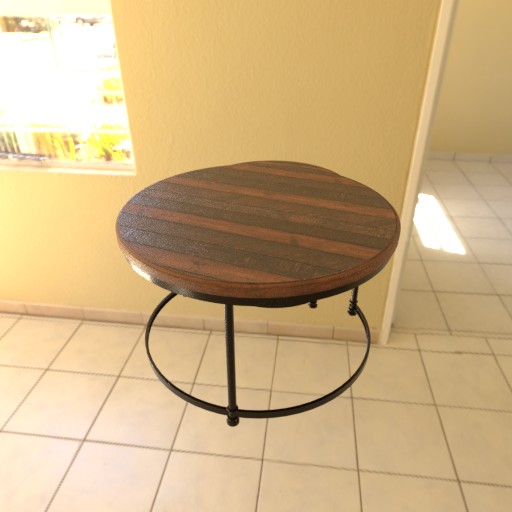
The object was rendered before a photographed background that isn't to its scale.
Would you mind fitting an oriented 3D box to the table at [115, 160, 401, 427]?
[{"bbox_3d":[0.000,0.000,1.648,0.870,0.516,1.152,-1,30,-2],"label":"table"}]
